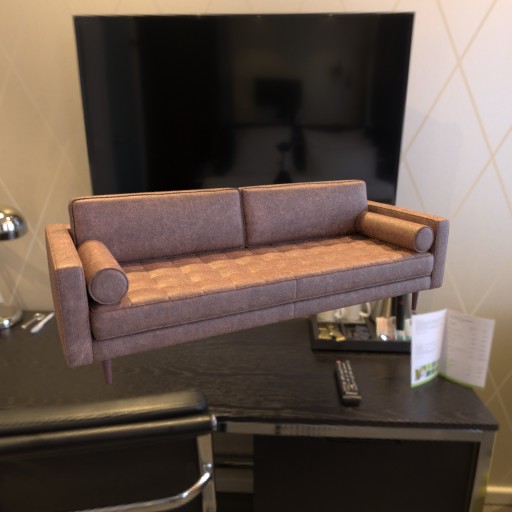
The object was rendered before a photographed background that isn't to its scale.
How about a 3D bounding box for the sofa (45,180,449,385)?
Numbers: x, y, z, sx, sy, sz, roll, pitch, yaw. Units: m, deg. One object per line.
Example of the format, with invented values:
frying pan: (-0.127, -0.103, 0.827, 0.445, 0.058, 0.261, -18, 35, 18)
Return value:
sofa: (0.000, 0.000, 2.609, 2.210, 0.762, 0.914, -8, 18, -26)
